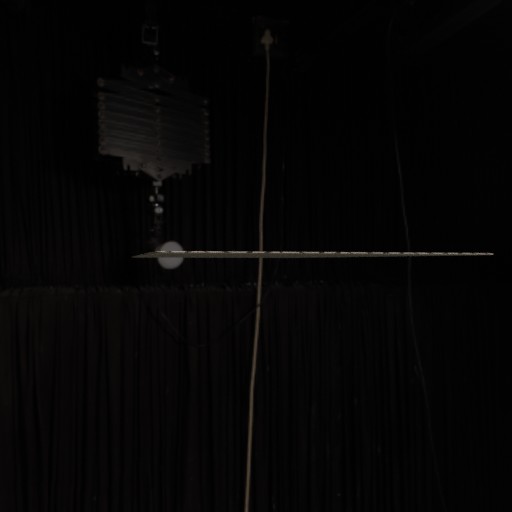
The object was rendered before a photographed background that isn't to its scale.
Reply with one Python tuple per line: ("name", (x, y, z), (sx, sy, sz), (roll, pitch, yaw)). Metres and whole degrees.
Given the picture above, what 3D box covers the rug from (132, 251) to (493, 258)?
("rug", (0.000, 0.000, 2.960), (1.523, 0.008, 2.438), (0, -1, -18))
